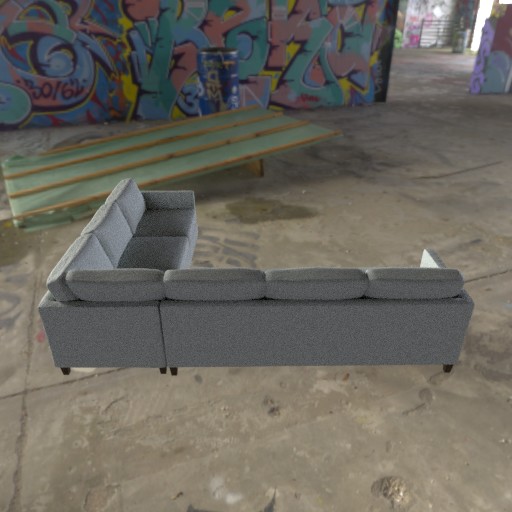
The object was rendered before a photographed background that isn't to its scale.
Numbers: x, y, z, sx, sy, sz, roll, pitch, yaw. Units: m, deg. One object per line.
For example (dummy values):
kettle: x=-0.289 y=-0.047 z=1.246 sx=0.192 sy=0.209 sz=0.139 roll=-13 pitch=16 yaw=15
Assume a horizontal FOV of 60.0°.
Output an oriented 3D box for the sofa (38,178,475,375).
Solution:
sofa: x=0.000 y=0.000 z=4.506 sx=3.333 sy=0.934 sz=2.522 roll=0 pitch=29 yaw=-1
